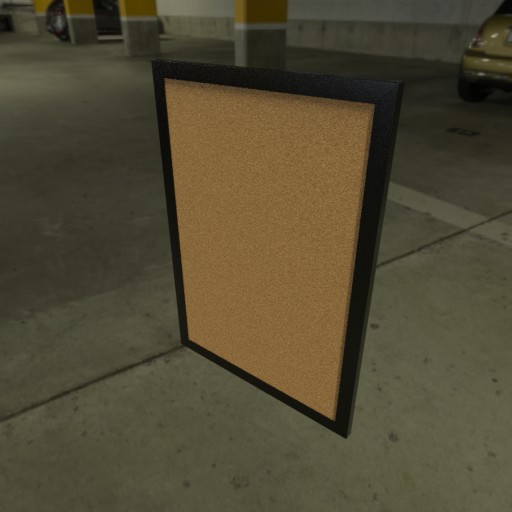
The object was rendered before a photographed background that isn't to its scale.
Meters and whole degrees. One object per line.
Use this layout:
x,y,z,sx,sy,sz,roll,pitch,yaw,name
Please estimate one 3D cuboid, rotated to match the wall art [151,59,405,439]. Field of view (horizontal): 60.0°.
0.000,0.000,0.551,0.304,0.432,0.013,21,35,32,wall art
